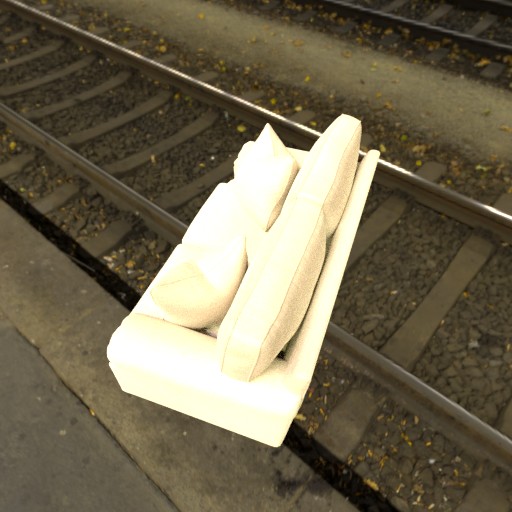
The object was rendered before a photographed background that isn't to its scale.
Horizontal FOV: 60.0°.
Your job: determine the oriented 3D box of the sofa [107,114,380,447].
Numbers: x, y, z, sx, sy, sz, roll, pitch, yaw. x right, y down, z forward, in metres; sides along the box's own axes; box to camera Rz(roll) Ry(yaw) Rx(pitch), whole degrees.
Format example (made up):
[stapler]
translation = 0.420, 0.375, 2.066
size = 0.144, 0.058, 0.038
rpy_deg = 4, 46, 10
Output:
[sofa]
translation = 0.000, 0.000, 2.374
size = 0.966, 0.966, 1.701
rpy_deg = 15, 48, 14
